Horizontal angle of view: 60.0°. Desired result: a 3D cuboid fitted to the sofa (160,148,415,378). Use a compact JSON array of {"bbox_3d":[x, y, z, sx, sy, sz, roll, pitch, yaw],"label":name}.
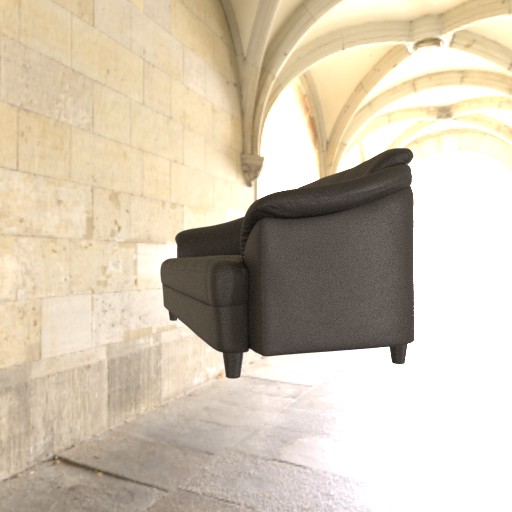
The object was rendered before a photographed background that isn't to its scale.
[{"bbox_3d":[0.000,0.000,2.247,0.800,0.811,1.829,0,-1,-18],"label":"sofa"}]
